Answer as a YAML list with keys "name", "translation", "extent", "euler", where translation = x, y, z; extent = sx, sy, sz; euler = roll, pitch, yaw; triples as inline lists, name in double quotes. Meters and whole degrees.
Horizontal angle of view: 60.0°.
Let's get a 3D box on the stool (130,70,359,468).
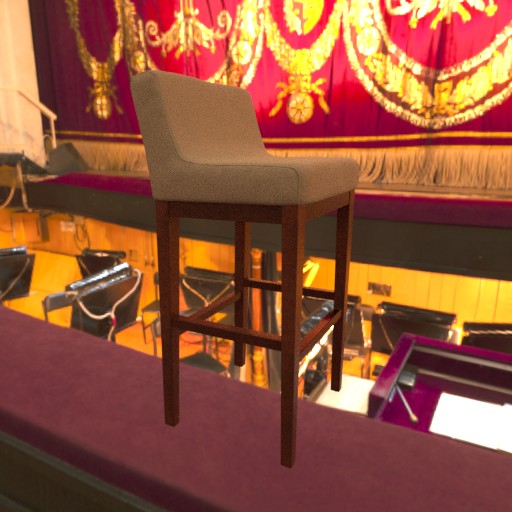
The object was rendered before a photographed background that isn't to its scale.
- name: "stool"
  translation: [0.000, 0.000, 1.363]
  extent: [0.500, 1.037, 0.511]
  euler: [7, 16, 27]
